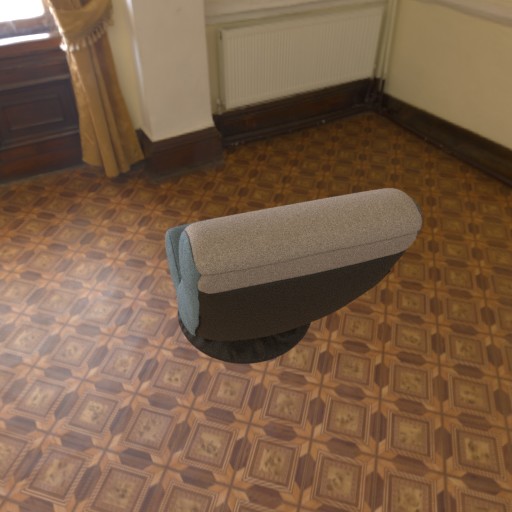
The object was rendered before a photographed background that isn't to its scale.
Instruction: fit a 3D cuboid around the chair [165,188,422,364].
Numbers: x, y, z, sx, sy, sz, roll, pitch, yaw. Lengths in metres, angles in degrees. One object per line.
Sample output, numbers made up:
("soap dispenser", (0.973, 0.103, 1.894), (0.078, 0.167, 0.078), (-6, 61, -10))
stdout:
("chair", (0.000, 0.000, 1.100), (0.420, 0.641, 0.661), (-11, 43, -13))
